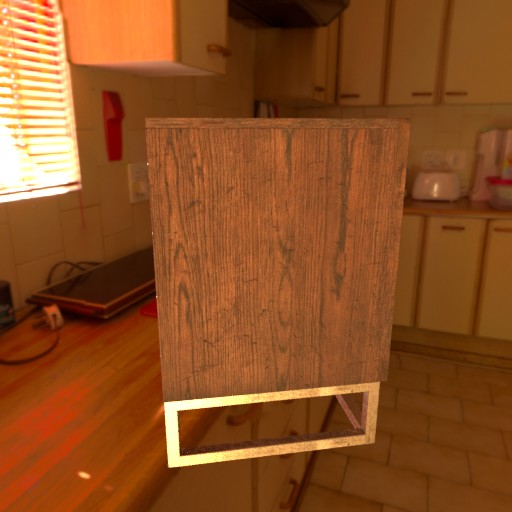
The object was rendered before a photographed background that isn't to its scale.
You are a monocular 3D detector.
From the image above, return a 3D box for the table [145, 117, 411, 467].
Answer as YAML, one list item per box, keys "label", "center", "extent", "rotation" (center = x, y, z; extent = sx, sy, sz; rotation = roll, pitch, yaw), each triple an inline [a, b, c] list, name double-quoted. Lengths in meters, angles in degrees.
- label: "table"
  center: [0.000, 0.000, 1.286]
  extent: [0.542, 0.746, 0.767]
  rotation: [-3, 16, -9]
